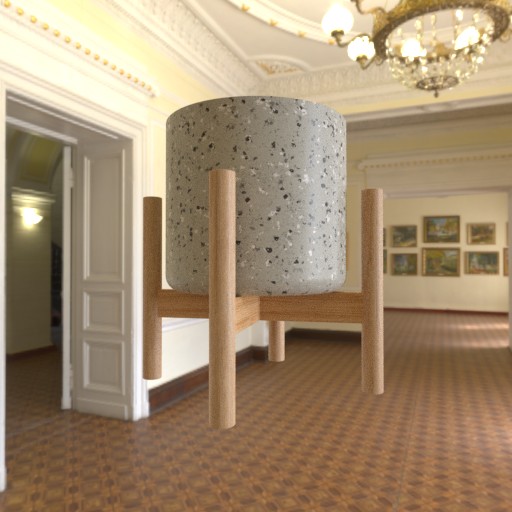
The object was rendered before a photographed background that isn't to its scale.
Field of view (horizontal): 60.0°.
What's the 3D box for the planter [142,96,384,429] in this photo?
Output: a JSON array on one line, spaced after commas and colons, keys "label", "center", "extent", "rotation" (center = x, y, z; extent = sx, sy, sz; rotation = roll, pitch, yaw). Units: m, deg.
[{"label": "planter", "center": [0.000, 0.000, 0.555], "extent": [0.284, 0.320, 0.284], "rotation": [-1, -1, 36]}]
